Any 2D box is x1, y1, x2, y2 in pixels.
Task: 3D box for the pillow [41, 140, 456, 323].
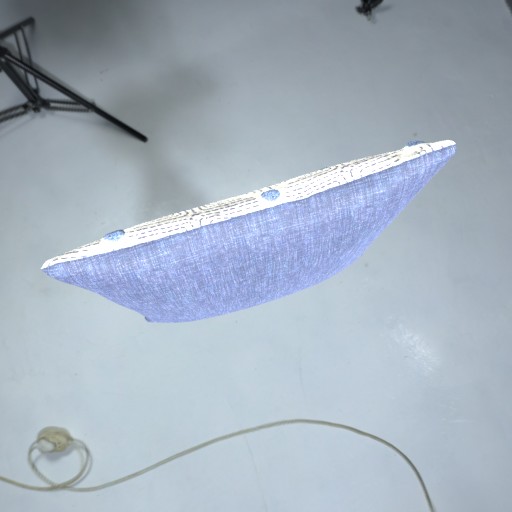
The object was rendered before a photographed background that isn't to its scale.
[{"bbox_3d":[0.000,0.000,0.757,0.510,0.510,0.145,-17,76,-4],"label":"pillow"}]
